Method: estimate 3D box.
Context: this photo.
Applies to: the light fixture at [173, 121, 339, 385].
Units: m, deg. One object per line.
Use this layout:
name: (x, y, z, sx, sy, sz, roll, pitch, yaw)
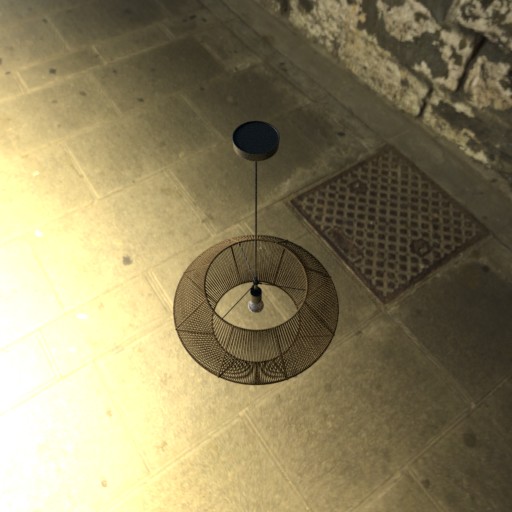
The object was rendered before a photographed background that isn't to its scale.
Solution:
light fixture: (0.000, 0.000, 1.426, 0.643, 1.009, 0.643, 0, 58, 0)
